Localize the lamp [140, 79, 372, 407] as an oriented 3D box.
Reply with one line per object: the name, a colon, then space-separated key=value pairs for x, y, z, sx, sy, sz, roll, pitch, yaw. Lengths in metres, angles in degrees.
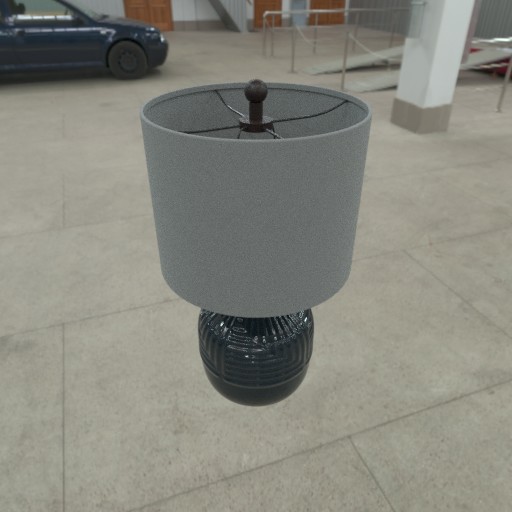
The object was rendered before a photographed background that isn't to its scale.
lamp: x=0.000 y=0.000 z=0.752 sx=0.318 sy=0.567 sz=0.318 roll=0 pitch=32 yaw=0
